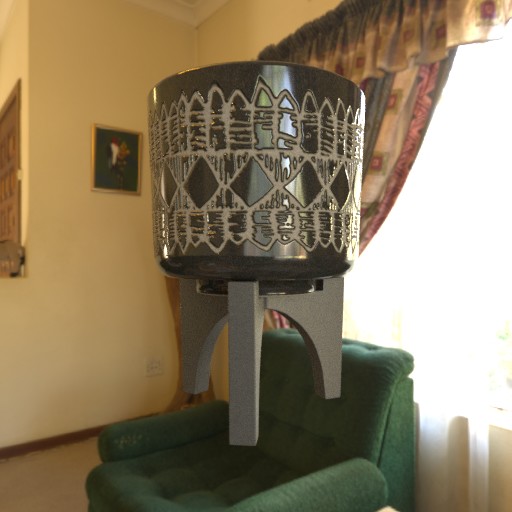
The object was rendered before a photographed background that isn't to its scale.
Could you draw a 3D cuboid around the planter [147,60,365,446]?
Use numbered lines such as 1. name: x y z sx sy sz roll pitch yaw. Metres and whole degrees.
1. planter: 0.000 0.000 0.523 0.251 0.355 0.251 0 0 37
